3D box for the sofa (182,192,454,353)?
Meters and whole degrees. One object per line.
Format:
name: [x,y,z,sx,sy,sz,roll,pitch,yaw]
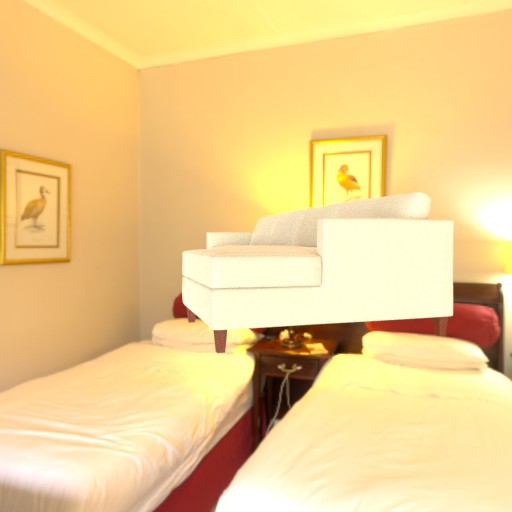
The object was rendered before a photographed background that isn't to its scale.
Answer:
sofa: [0.000,0.000,4.228,1.599,0.954,3.471,-1,2,-17]
